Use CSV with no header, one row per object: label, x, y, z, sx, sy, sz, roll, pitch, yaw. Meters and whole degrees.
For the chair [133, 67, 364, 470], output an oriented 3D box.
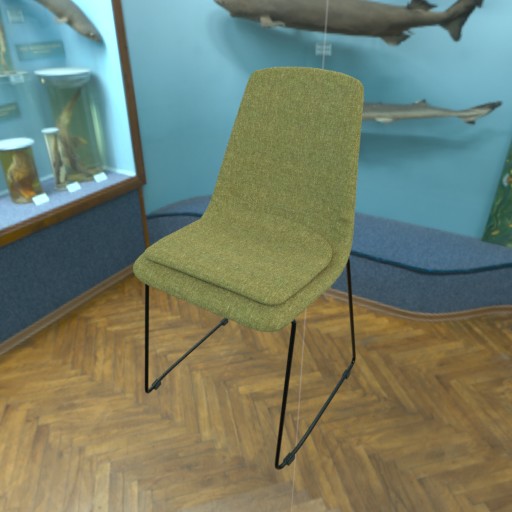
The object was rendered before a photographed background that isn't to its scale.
chair,0.000,0.000,1.140,0.479,0.849,0.496,18,35,28
